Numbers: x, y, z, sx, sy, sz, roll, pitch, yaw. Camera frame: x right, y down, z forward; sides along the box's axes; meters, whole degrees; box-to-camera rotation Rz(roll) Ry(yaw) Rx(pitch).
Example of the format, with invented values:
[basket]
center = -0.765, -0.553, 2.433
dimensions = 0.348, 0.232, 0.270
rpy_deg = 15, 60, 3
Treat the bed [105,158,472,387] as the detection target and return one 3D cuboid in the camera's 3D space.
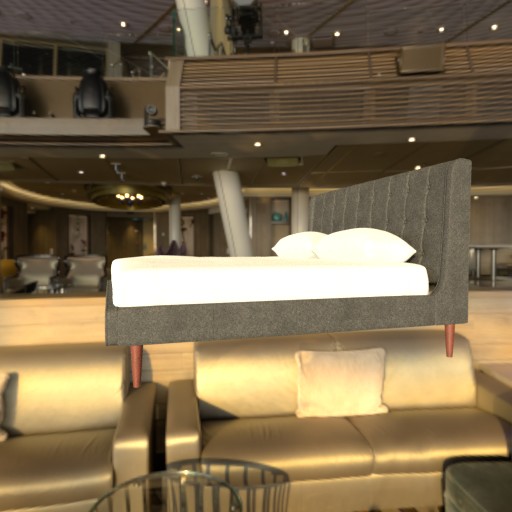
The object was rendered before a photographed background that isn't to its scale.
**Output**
[bed]
center = 0.000, 0.000, 2.551
dimensions = 1.638, 0.933, 1.531
rpy_deg = 0, 1, -18
